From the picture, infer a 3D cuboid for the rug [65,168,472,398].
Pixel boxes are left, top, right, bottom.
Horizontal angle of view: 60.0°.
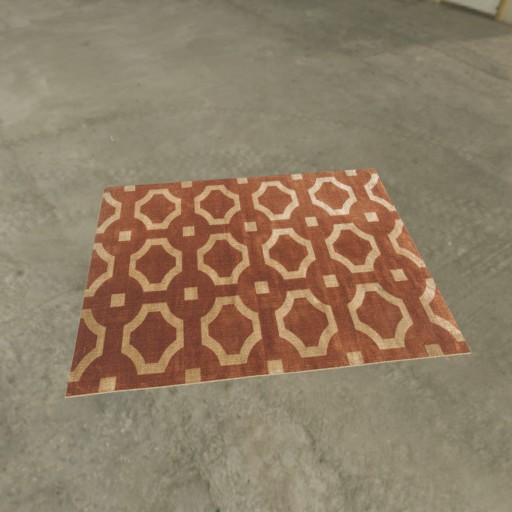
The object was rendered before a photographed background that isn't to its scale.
[{"bbox_3d":[0.000,0.000,4.134,3.049,0.021,2.466,-5,46,-5],"label":"rug"}]
